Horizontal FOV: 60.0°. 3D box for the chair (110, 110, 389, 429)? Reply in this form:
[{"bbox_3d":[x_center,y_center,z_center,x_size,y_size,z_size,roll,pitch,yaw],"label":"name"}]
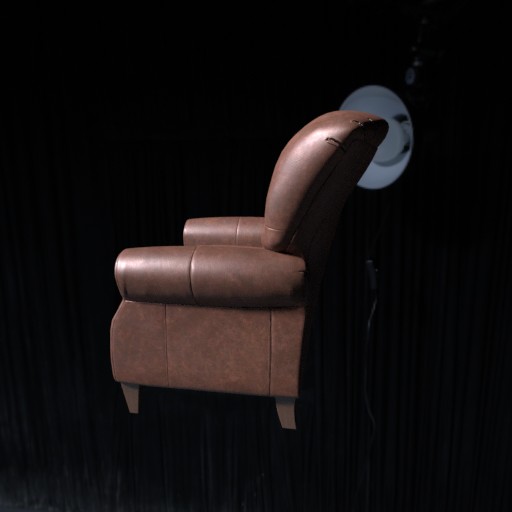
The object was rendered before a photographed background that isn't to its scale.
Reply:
[{"bbox_3d":[0.000,0.000,1.928,1.031,1.162,0.979,2,13,9],"label":"chair"}]
